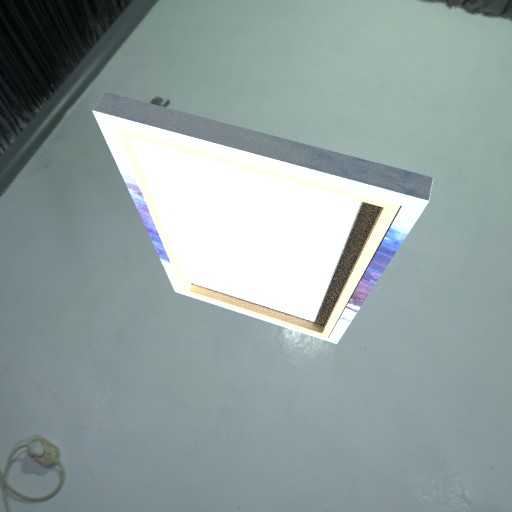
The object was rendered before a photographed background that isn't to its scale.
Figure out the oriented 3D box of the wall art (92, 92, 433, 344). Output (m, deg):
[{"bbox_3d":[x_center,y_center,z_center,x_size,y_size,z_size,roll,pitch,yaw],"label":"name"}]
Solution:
[{"bbox_3d":[0.000,0.000,1.132,0.583,0.874,0.048,17,66,8],"label":"wall art"}]
